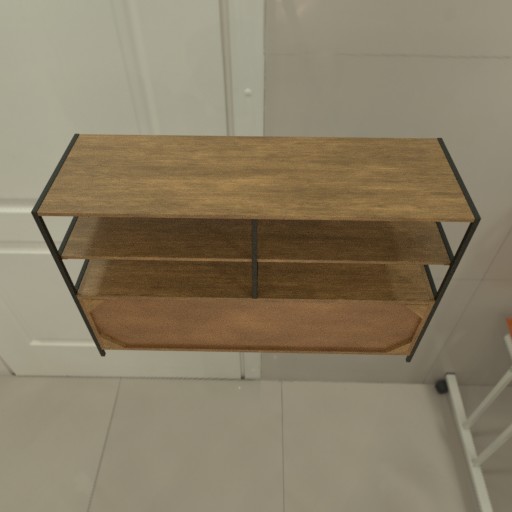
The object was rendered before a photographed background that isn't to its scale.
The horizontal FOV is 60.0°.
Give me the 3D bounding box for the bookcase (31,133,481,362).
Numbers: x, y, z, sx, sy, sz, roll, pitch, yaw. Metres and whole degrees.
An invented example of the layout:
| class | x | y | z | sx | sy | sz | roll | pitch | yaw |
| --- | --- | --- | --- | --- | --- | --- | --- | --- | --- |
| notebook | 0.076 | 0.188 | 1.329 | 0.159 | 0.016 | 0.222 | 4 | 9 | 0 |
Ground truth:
| class | x | y | z | sx | sy | sz | roll | pitch | yaw |
| --- | --- | --- | --- | --- | --- | --- | --- | --- | --- |
| bookcase | 0.000 | 0.000 | 1.520 | 1.149 | 0.712 | 0.391 | 1 | 47 | 1 |
